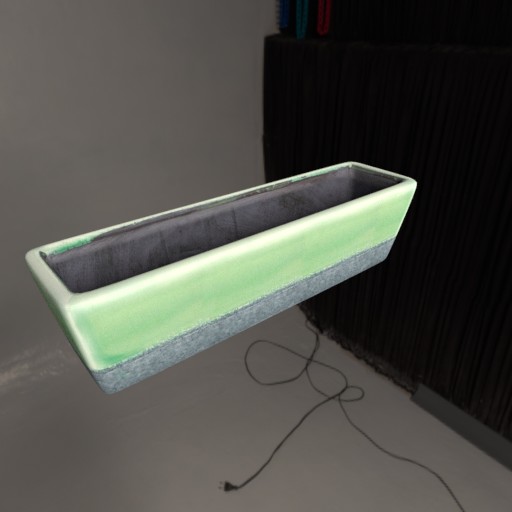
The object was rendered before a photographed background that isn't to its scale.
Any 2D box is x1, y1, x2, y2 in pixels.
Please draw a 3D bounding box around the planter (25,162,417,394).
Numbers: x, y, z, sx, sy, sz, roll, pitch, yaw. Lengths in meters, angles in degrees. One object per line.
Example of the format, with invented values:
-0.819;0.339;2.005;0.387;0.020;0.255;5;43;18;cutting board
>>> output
0.000;0.000;0.311;0.275;0.072;0.072;-21;35;-34;planter
